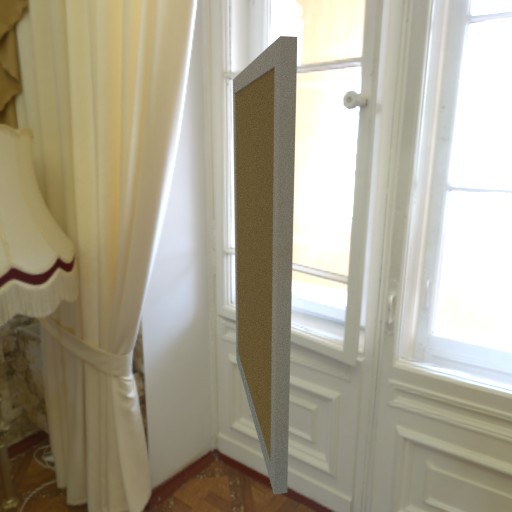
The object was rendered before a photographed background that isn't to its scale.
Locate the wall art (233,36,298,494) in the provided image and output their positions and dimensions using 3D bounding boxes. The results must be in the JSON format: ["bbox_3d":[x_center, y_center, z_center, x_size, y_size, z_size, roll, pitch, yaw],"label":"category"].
[{"bbox_3d":[0.000,0.000,1.424,0.038,1.143,0.764,-3,16,-10],"label":"wall art"}]
